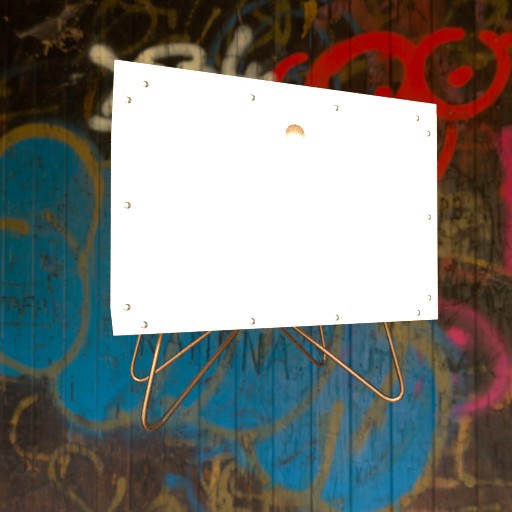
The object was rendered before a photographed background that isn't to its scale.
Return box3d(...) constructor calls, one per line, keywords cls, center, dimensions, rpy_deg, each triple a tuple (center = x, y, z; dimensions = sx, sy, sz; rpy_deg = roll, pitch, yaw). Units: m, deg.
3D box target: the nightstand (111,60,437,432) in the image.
box3d(cls="nightstand", center=(0.000, 0.000, 0.994), dimensions=(0.614, 0.604, 0.447), rpy_deg=(0, -1, -19))
